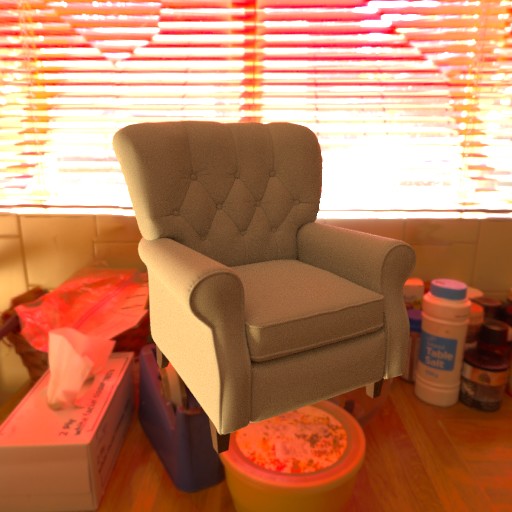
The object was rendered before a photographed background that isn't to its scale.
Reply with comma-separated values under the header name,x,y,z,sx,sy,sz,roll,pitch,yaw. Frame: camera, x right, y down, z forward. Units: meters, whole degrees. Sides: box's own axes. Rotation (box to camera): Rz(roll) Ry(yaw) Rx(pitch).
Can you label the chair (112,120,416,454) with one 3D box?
name,x,y,z,sx,sy,sz,roll,pitch,yaw
chair,0.000,0.000,2.044,1.090,1.217,1.128,-8,17,-28
